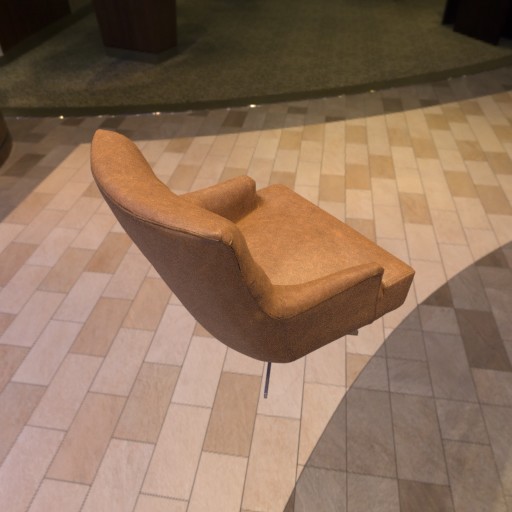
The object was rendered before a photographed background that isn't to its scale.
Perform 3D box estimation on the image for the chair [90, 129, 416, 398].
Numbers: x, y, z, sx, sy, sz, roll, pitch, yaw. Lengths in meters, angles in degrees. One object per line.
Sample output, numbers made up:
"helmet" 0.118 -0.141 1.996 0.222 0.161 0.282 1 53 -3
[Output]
"chair" 0.000 0.000 1.499 0.874 0.869 0.729 -26 47 -28
